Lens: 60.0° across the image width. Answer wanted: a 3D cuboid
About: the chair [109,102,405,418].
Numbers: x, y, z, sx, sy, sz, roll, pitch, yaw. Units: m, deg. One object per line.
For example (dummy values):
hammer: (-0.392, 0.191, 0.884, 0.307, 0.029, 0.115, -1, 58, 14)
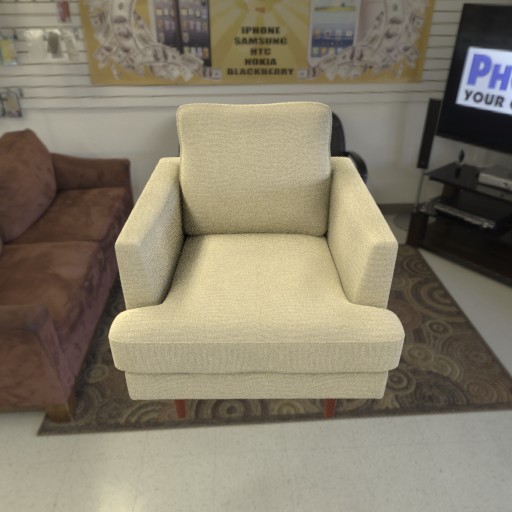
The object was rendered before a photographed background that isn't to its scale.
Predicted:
chair: (0.000, 0.000, 1.619, 0.858, 0.957, 0.899, 0, 31, 0)
